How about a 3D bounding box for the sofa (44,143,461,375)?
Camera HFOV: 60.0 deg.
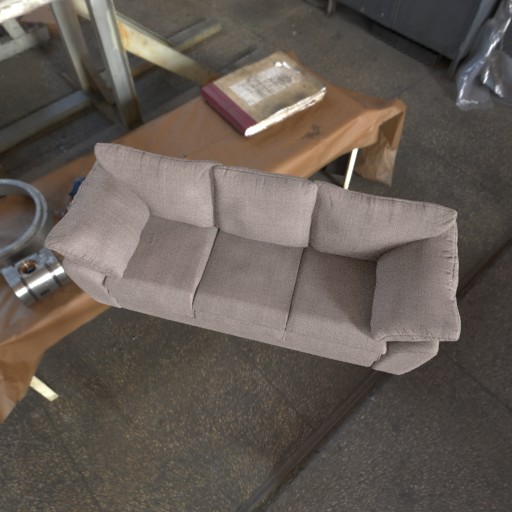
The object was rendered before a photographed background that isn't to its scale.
[{"bbox_3d":[0.000,0.000,2.826,2.334,0.996,0.878,12,58,8],"label":"sofa"}]
